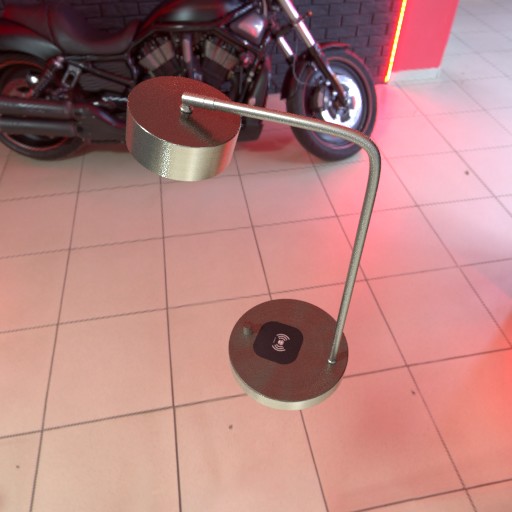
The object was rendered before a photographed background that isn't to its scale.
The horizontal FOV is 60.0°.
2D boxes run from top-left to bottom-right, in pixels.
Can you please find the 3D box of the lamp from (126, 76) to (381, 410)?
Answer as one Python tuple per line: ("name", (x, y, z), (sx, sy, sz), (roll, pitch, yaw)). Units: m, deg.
("lamp", (0.000, 0.000, 0.651), (0.334, 0.469, 0.211), (16, 48, 15))
